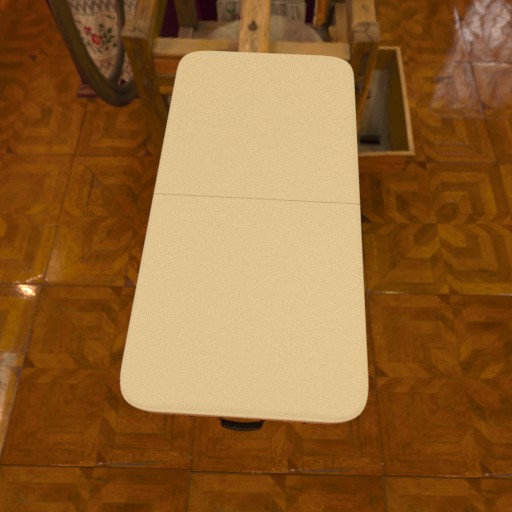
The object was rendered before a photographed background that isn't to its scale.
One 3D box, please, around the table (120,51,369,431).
[{"bbox_3d":[0.000,0.000,1.634,0.611,0.737,1.245,3,65,1],"label":"table"}]
